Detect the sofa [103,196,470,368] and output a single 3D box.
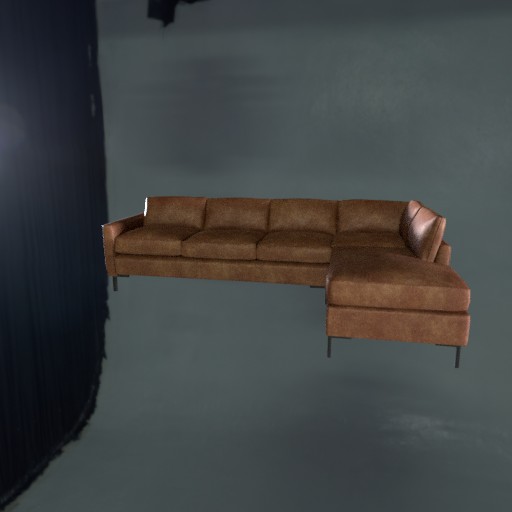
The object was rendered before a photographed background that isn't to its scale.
[{"bbox_3d":[0.000,0.000,3.805,2.984,0.877,1.938,3,13,11],"label":"sofa"}]
